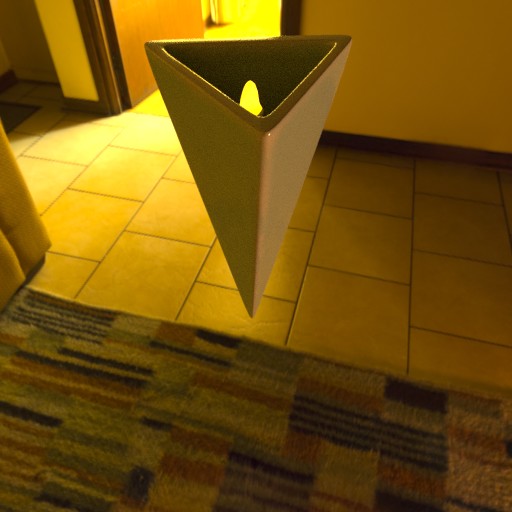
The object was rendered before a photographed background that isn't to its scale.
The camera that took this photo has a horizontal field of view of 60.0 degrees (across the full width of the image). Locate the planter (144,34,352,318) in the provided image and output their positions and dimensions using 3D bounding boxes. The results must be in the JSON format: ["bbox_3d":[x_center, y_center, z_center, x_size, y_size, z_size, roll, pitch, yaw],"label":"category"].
[{"bbox_3d":[0.000,0.000,0.212,0.080,0.178,0.064,-3,45,-3],"label":"planter"}]
